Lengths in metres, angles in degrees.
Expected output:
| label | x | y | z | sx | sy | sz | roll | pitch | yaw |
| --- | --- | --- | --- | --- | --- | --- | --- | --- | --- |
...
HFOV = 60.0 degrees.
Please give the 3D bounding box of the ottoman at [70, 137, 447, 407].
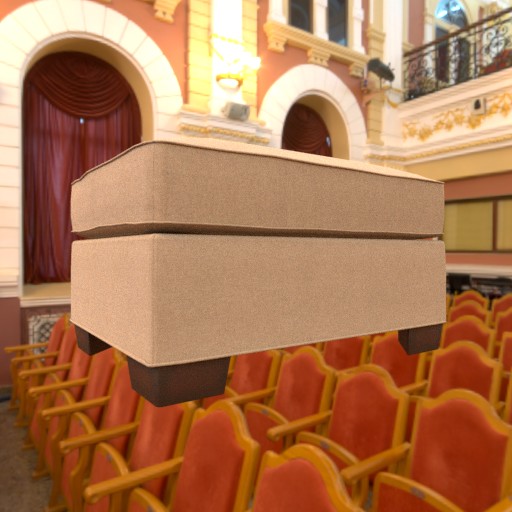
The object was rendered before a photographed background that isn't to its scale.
| label | x | y | z | sx | sy | sz | roll | pitch | yaw |
| --- | --- | --- | --- | --- | --- | --- | --- | --- | --- |
| ottoman | 0.000 | 0.000 | 1.207 | 0.846 | 0.503 | 0.617 | 0 | 1 | -34 |
